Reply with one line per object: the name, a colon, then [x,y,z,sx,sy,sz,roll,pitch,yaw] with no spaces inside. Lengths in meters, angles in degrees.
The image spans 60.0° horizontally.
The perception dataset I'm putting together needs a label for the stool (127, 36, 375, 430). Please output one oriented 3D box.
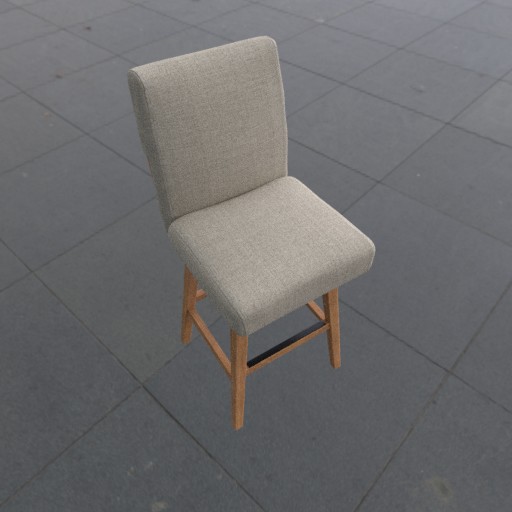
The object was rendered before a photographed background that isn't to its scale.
stool: [0.000,0.000,1.407,0.483,1.106,0.569,-25,52,-21]
